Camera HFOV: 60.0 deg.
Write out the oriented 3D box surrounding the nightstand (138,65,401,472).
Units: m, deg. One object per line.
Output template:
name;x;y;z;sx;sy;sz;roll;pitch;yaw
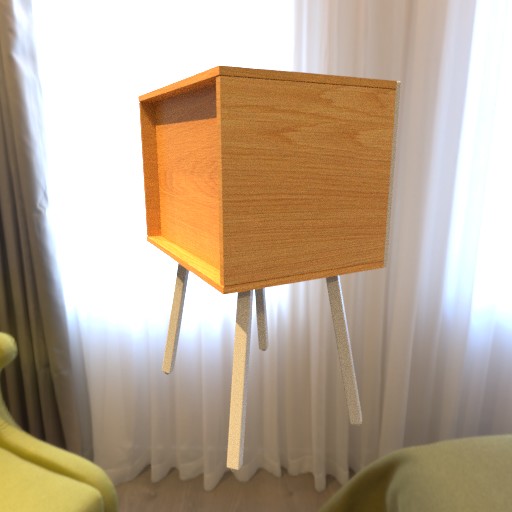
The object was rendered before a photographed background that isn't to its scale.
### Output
nightstand;0.000;0.000;0.851;0.316;0.601;0.400;-7;16;-27
